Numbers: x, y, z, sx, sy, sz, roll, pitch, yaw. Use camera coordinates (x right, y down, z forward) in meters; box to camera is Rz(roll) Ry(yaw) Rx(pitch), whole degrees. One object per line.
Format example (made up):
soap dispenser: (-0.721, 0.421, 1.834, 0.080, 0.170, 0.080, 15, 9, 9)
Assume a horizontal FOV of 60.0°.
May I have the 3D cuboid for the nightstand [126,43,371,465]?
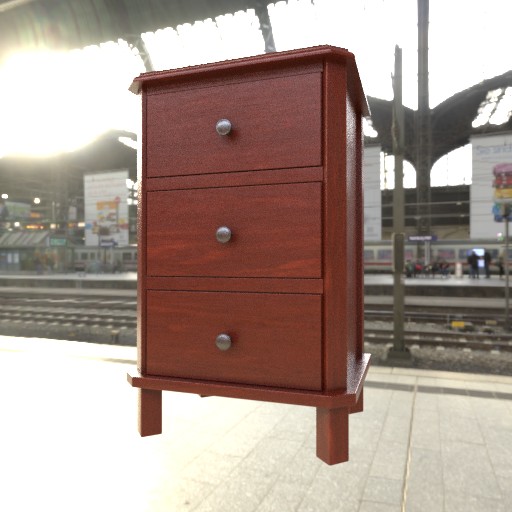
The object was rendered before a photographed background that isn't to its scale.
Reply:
nightstand: (0.000, 0.000, 0.917, 0.435, 0.681, 0.351, 0, -1, 19)
